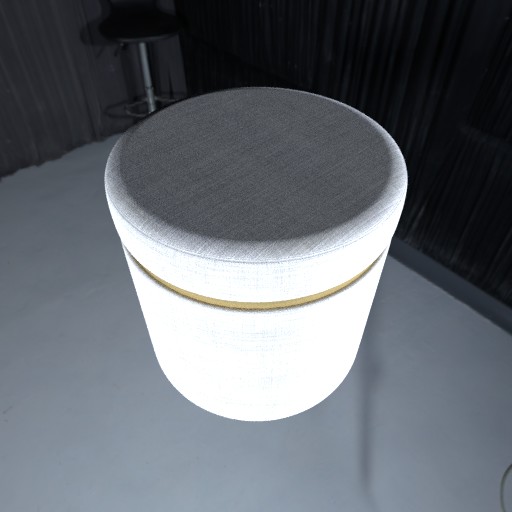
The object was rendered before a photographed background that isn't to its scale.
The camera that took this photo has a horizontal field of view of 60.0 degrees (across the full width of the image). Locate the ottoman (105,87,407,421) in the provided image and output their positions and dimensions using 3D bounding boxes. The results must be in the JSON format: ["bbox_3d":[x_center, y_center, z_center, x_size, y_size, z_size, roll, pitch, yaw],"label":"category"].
[{"bbox_3d":[0.000,0.000,0.732,0.400,0.406,0.400,0,46,0],"label":"ottoman"}]
